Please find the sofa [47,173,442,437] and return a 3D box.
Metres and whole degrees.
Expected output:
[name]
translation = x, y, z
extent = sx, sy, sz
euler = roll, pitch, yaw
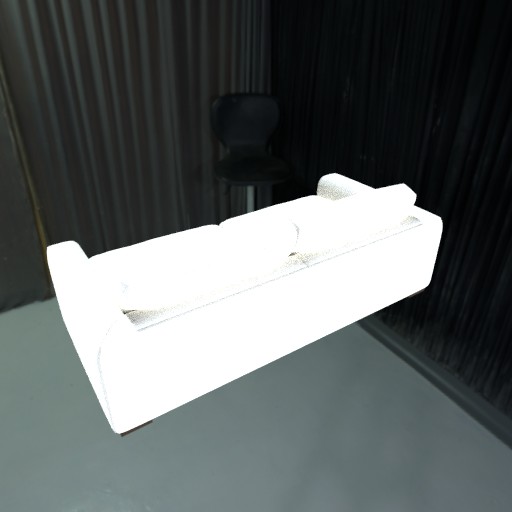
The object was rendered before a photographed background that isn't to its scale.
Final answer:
[sofa]
translation = 0.000, 0.000, 2.783
extent = 2.262, 0.801, 1.070
euler = -19, 35, -28
